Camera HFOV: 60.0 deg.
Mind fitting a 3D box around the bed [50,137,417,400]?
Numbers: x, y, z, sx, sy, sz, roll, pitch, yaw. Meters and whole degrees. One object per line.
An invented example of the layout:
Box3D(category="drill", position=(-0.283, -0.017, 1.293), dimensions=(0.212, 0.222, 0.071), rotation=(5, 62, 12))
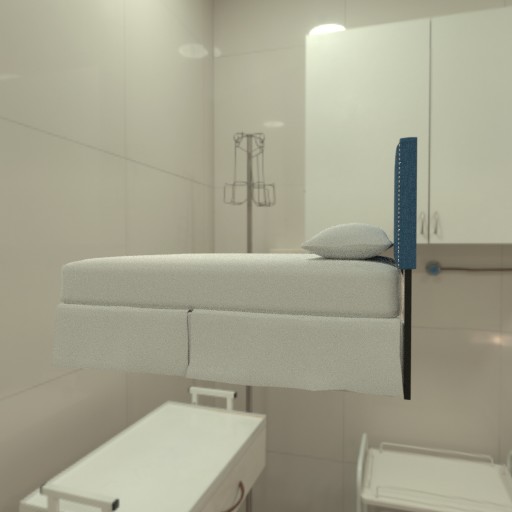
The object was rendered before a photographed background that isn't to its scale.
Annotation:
Box3D(category="bed", position=(0.000, 0.000, 2.856), dimensions=(1.872, 1.169, 1.610), rotation=(0, 1, 17))
